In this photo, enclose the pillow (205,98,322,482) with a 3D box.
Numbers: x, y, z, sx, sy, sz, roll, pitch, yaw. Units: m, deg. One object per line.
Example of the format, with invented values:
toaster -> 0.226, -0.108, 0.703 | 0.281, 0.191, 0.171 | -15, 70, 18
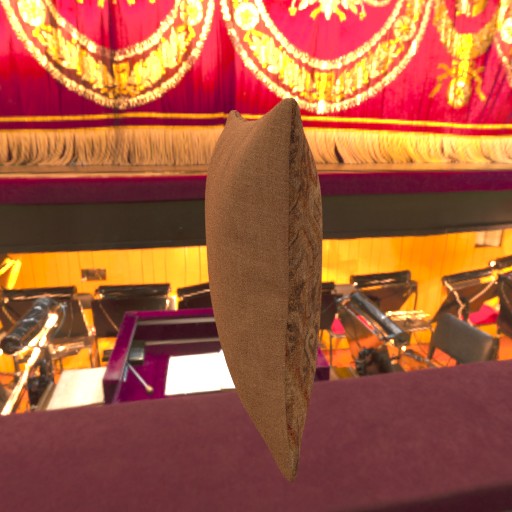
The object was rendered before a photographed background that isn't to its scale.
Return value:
pillow -> 0.000, 0.000, 0.786 | 0.166, 0.506, 0.523 | -3, 17, -9
